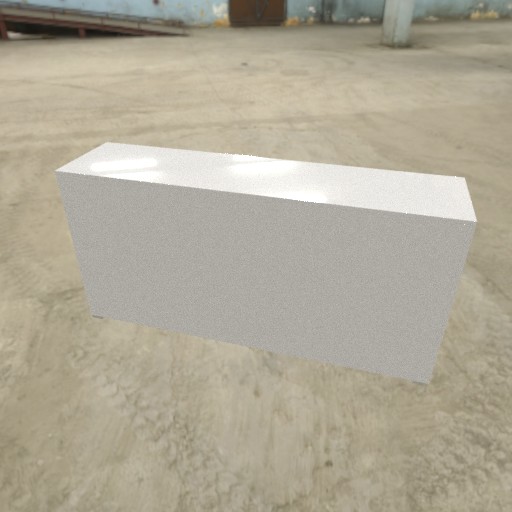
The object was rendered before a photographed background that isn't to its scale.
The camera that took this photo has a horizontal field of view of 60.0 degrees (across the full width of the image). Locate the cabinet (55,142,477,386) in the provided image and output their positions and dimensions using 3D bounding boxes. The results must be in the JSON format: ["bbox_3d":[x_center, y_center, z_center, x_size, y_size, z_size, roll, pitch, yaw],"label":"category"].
[{"bbox_3d":[0.000,0.000,2.046,1.650,0.800,0.400,9,33,14],"label":"cabinet"}]
